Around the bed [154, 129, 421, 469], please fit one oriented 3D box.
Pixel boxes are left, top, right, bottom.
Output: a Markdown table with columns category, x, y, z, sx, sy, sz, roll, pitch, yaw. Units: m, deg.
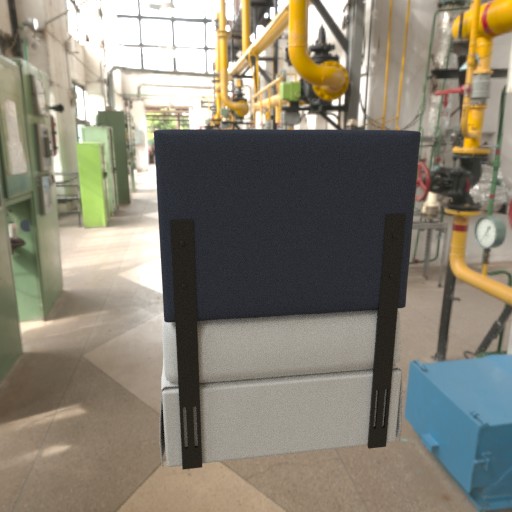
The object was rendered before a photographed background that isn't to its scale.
| category | x | y | z | sx | sy | sz | roll | pitch | yaw |
| --- | --- | --- | --- | --- | --- | --- | --- | --- | --- |
| bed | 0.000 | 0.000 | 2.949 | 1.261 | 1.571 | 1.997 | -2 | 15 | -9 |
